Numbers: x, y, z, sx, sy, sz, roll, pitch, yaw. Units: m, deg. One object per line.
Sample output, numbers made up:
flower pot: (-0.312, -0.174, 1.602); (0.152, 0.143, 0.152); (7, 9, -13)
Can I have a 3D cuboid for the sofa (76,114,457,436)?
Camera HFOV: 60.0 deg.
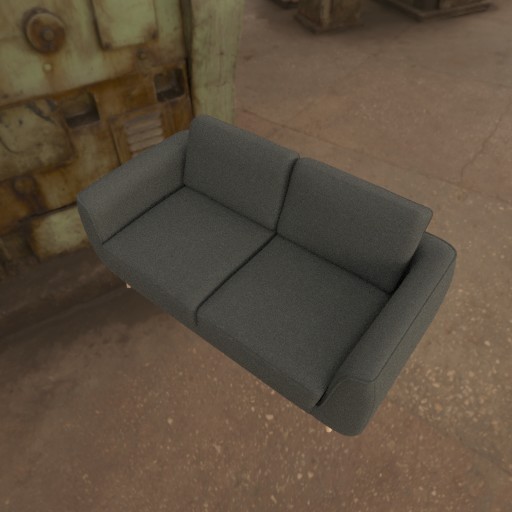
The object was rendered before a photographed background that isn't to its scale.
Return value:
sofa: (0.000, 0.000, 2.223); (1.700, 0.850, 0.920); (30, 53, 25)
